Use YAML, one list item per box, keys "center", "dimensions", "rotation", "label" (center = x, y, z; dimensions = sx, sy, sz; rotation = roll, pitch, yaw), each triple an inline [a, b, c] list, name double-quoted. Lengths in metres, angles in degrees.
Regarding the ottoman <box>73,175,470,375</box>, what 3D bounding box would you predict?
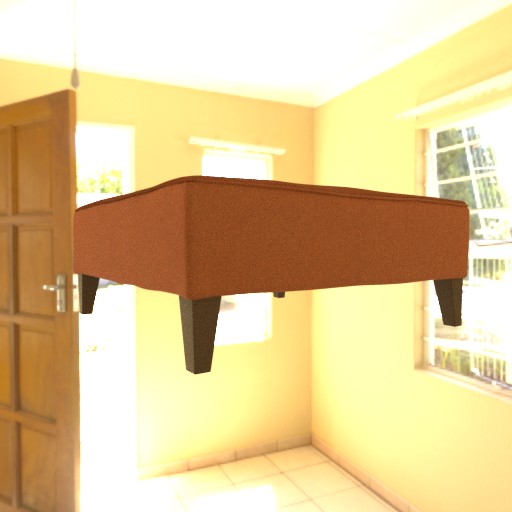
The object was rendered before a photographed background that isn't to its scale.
- center: [0.000, 0.000, 1.531]
  dimensions: [0.999, 0.438, 0.997]
  rotation: [-1, 2, -35]
  label: "ottoman"
